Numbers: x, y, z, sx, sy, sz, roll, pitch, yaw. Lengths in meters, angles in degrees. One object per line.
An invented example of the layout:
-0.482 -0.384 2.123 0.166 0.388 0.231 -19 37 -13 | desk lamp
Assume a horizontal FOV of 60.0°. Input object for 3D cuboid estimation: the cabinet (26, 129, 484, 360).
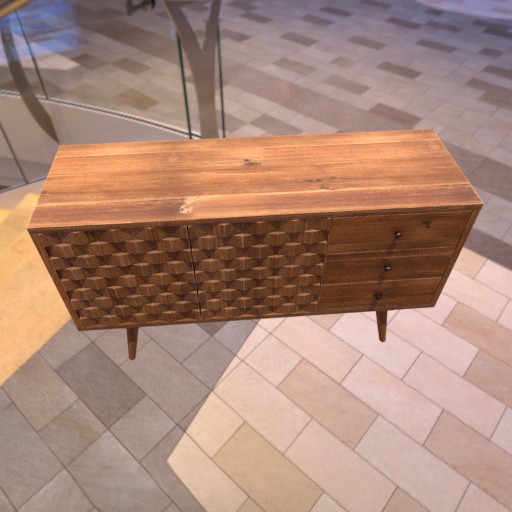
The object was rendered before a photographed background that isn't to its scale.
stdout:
0.000 0.000 1.786 1.400 0.800 0.472 -3 46 -3 | cabinet
